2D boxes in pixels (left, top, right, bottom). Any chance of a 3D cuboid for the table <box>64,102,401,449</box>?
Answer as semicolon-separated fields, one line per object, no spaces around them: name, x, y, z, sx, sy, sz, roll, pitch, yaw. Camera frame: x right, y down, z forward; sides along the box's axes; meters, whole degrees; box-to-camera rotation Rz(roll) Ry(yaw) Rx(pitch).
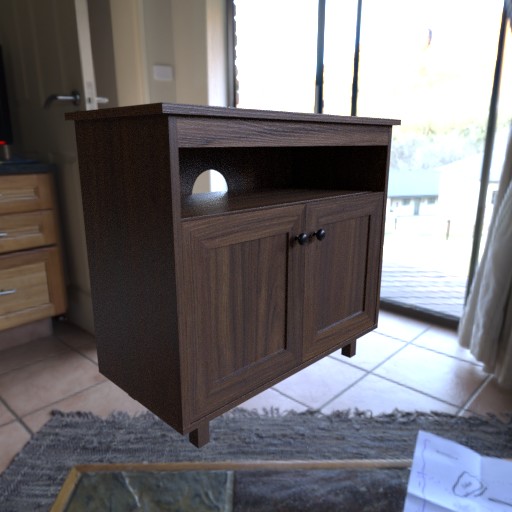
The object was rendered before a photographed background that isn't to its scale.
table;0.000;0.000;1.206;0.390;0.725;0.802;14;20;43
